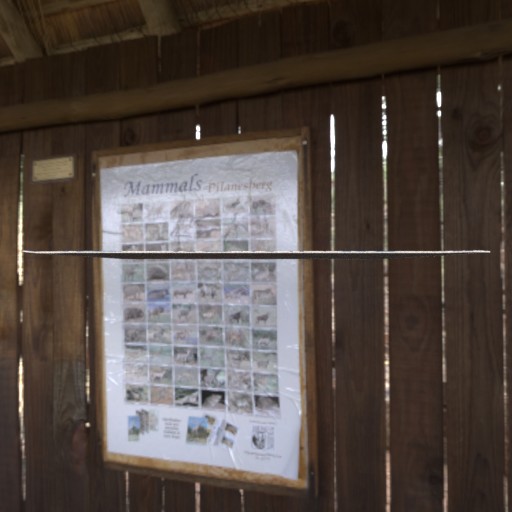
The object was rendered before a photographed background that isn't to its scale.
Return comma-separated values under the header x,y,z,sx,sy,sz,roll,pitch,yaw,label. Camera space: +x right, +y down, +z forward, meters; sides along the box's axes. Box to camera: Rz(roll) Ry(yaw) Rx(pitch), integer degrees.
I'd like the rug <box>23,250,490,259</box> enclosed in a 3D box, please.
x,y,z,sx,sy,sz,roll,pitch,yaw,label
0.000,0.000,4.253,3.228,0.024,2.443,0,-1,0,rug
